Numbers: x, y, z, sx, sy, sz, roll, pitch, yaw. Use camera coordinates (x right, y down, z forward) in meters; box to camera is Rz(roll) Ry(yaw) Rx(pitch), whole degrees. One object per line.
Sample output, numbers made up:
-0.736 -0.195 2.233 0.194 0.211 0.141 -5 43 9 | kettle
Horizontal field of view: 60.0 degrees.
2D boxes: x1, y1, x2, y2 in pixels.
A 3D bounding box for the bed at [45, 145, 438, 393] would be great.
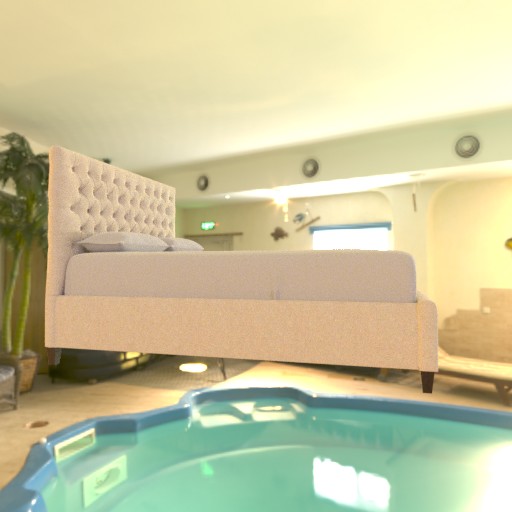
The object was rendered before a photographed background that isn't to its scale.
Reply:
0.000 0.000 3.353 2.387 1.427 1.698 0 -1 16 | bed
